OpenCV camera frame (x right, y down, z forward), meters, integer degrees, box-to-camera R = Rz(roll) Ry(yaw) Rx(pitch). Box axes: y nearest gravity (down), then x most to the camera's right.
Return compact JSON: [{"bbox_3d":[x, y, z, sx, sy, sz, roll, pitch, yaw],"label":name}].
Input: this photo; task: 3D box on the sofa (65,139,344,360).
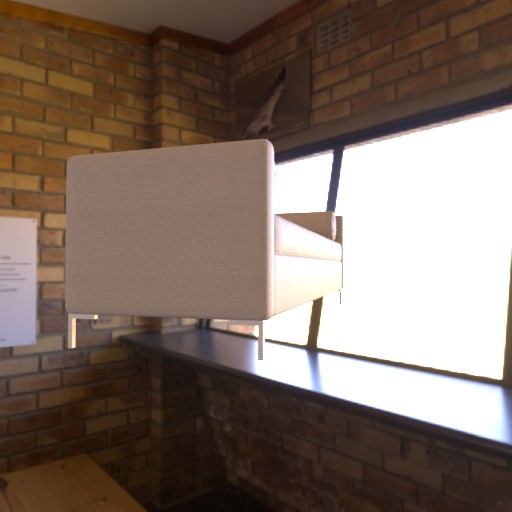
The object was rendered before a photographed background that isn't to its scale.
[{"bbox_3d":[0.000,0.000,2.270,0.686,0.635,1.981,0,-2,17],"label":"sofa"}]
